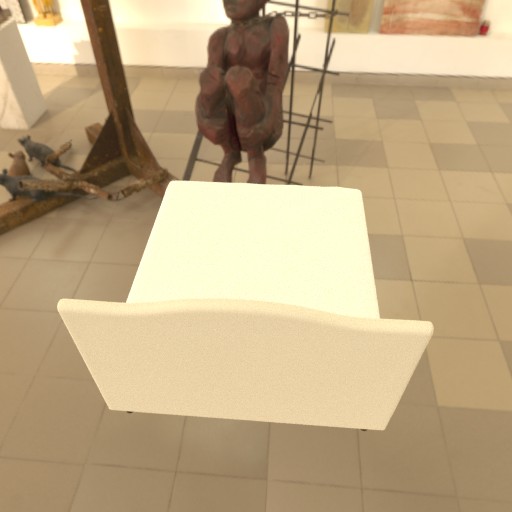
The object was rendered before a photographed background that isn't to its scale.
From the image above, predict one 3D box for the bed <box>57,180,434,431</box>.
[{"bbox_3d":[0.000,0.000,3.595,2.083,1.421,2.182,3,46,3],"label":"bed"}]
